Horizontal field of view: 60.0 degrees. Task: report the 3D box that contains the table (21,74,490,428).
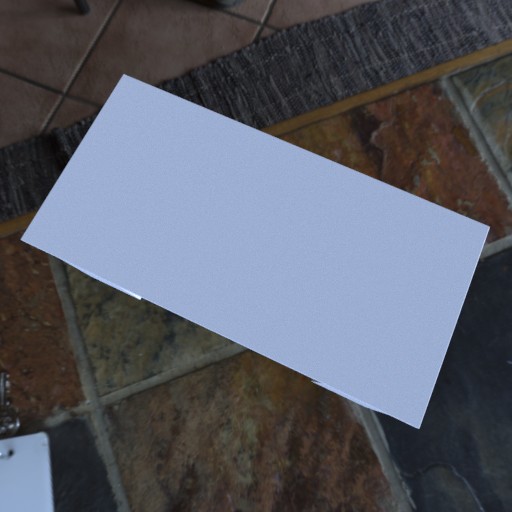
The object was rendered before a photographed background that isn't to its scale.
[{"bbox_3d":[0.000,0.000,1.267,1.000,0.440,0.500,24,77,6],"label":"table"}]
